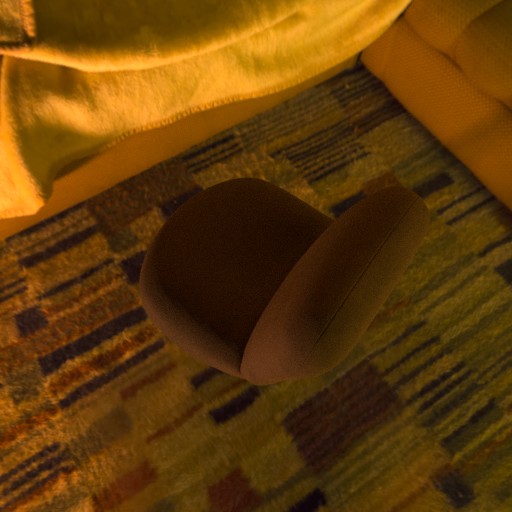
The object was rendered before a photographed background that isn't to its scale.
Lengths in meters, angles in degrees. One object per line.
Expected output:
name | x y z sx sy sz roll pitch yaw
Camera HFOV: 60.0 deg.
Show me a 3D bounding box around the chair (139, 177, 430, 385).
chair | 0.000 0.000 1.057 0.597 0.594 0.521 34 68 15
